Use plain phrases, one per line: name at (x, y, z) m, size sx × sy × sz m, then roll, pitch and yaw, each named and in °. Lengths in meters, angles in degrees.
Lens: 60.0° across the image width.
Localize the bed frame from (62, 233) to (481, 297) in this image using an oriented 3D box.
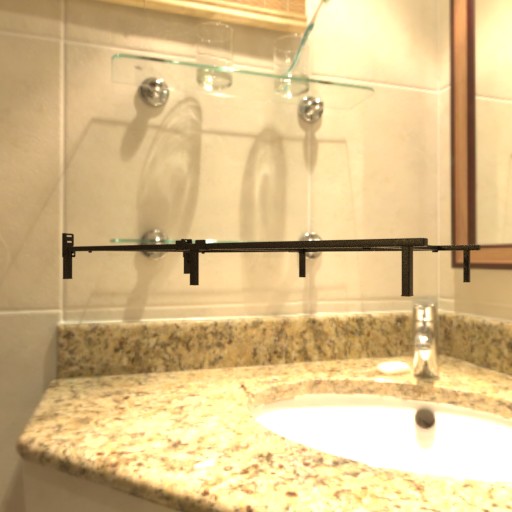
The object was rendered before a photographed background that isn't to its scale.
bed frame at (0.000, 0.000, 2.236) m, size 1.897 × 0.248 × 0.968 m, roll 0°, pitch 0°, yaw 36°
